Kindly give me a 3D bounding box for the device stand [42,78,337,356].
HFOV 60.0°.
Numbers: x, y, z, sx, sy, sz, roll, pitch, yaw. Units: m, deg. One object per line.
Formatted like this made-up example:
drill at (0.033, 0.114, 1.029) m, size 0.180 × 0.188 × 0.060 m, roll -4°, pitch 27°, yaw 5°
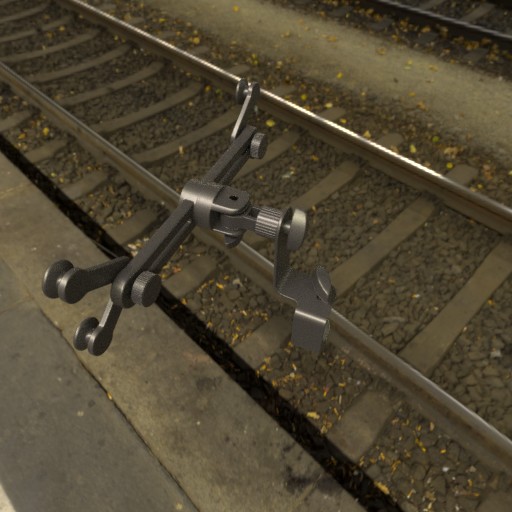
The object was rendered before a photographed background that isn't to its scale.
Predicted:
device stand at (0.000, 0.000, 0.366) m, size 0.142 × 0.166 × 0.270 m, roll 18°, pitch 50°, yaw 16°
